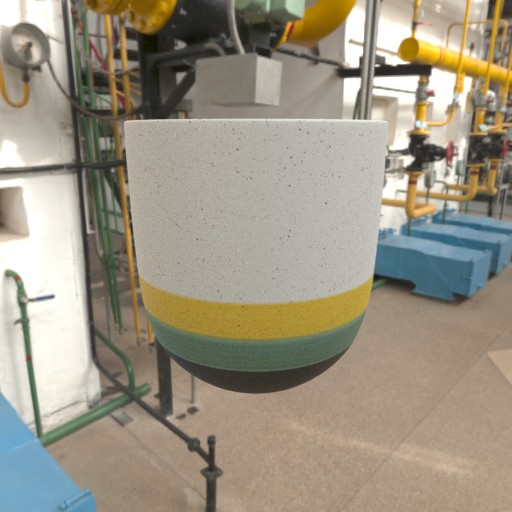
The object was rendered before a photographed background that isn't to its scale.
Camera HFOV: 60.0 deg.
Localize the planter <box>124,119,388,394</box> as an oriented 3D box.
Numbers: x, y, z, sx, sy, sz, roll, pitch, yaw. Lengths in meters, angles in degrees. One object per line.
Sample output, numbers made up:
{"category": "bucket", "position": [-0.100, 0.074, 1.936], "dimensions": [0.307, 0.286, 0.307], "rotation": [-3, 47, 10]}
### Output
{"category": "planter", "position": [0.000, 0.000, 0.369], "dimensions": [0.195, 0.214, 0.195], "rotation": [0, 16, 0]}
